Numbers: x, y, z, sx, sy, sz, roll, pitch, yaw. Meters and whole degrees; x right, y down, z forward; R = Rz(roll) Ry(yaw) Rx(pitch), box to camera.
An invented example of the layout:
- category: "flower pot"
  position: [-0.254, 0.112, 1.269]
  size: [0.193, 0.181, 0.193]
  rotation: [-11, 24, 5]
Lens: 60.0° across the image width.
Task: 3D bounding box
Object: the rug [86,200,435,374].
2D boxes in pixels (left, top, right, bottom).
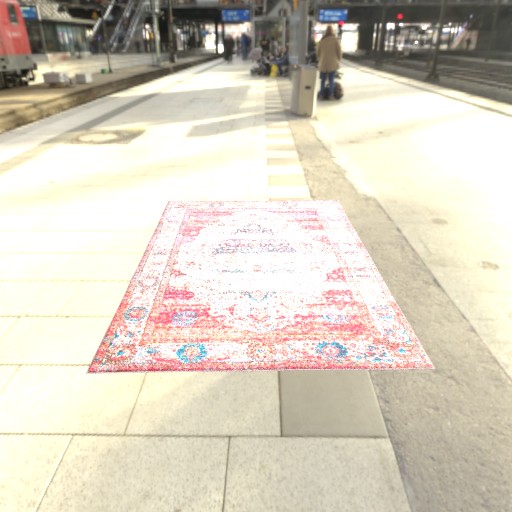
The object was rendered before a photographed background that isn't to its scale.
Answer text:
- category: "rug"
  position: [0.000, 0.000, 2.365]
  size: [1.219, 0.006, 1.829]
  rotation: [-1, 26, -1]
